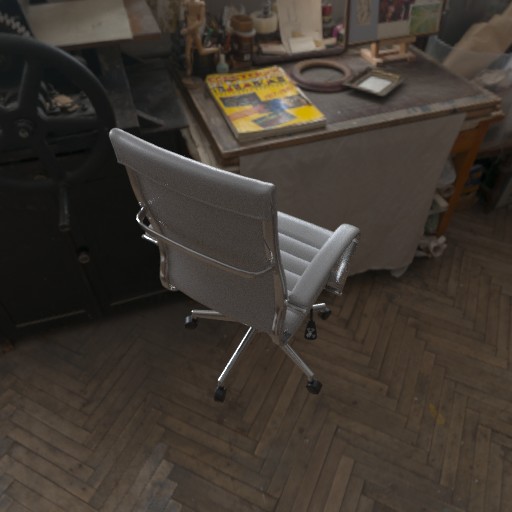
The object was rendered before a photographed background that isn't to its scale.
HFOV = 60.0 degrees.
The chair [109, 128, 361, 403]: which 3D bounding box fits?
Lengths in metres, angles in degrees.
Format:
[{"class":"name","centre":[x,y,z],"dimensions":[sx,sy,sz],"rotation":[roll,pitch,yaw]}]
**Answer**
[{"class":"chair","centre":[0.000,0.000,1.556],"dimensions":[0.679,1.149,0.667],"rotation":[24,50,21]}]
